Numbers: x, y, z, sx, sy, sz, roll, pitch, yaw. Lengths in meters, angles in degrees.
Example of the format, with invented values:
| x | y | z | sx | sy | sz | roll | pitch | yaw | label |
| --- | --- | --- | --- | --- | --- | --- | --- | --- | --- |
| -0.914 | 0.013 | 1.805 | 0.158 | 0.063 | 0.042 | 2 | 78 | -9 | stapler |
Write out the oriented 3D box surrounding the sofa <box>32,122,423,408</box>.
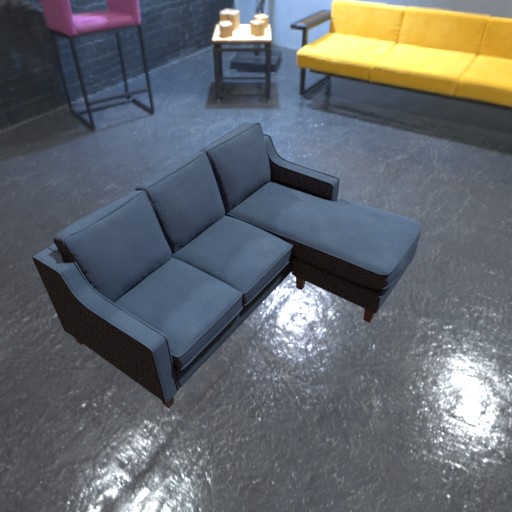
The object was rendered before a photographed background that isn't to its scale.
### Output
| x | y | z | sx | sy | sz | roll | pitch | yaw | label |
| --- | --- | --- | --- | --- | --- | --- | --- | --- | --- |
| 0.000 | 0.000 | 3.338 | 1.858 | 1.066 | 2.317 | 25 | 46 | 26 | sofa |
